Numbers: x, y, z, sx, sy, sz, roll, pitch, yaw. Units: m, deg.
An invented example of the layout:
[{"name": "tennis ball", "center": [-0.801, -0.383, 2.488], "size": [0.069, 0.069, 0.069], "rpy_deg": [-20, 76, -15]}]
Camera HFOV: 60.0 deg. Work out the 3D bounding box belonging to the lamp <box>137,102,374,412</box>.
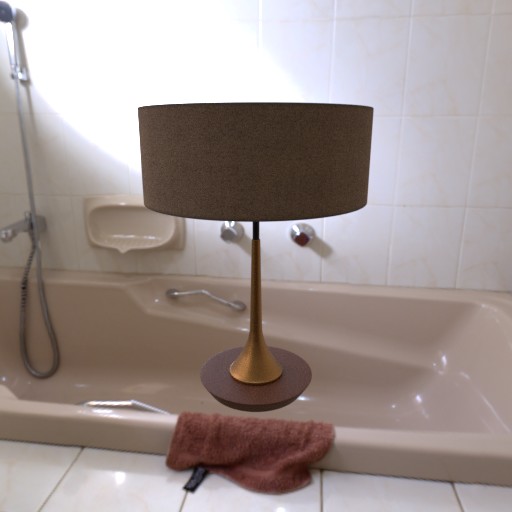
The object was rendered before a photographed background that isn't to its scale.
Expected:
[{"name": "lamp", "center": [0.000, 0.000, 0.842], "size": [0.396, 0.551, 0.417], "rpy_deg": [3, 16, 10]}]
